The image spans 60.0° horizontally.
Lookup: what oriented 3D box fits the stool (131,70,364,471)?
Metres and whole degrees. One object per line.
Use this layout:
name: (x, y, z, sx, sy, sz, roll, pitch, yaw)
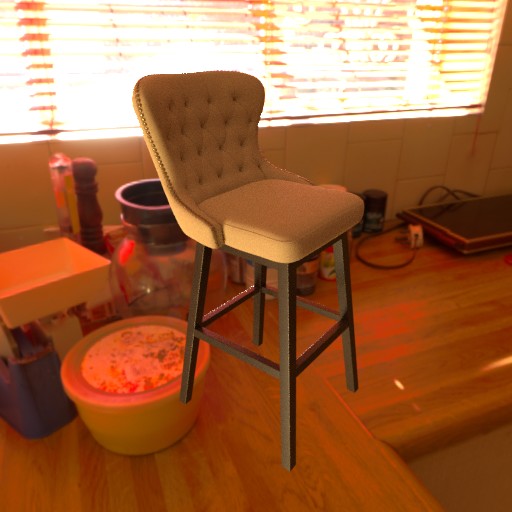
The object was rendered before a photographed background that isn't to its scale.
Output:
stool: (0.000, 0.000, 1.406, 0.605, 1.066, 0.528, 18, 31, 34)
